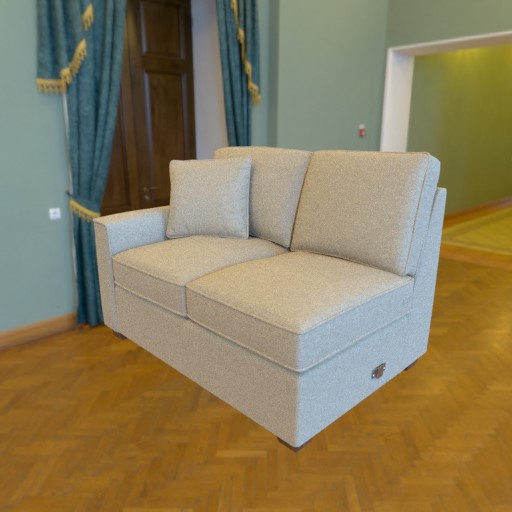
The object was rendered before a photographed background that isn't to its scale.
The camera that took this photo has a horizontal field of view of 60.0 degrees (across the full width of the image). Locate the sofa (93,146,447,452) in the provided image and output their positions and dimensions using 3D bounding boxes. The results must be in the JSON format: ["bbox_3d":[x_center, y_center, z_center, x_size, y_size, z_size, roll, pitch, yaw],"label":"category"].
[{"bbox_3d":[0.000,0.000,2.110,0.991,0.989,1.388,-15,22,-43],"label":"sofa"}]
